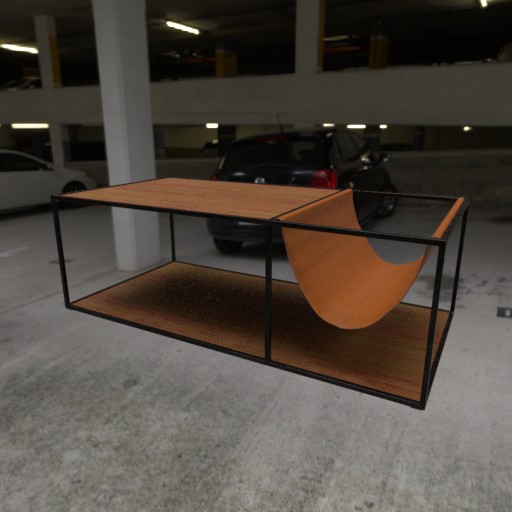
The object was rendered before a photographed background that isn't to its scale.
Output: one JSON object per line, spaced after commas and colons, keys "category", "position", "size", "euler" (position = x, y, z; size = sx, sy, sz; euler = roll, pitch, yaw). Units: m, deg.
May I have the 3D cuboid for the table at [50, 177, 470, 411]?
{"category": "table", "position": [0.000, 0.000, 1.470], "size": [1.199, 0.403, 0.597], "euler": [9, 19, 28]}
